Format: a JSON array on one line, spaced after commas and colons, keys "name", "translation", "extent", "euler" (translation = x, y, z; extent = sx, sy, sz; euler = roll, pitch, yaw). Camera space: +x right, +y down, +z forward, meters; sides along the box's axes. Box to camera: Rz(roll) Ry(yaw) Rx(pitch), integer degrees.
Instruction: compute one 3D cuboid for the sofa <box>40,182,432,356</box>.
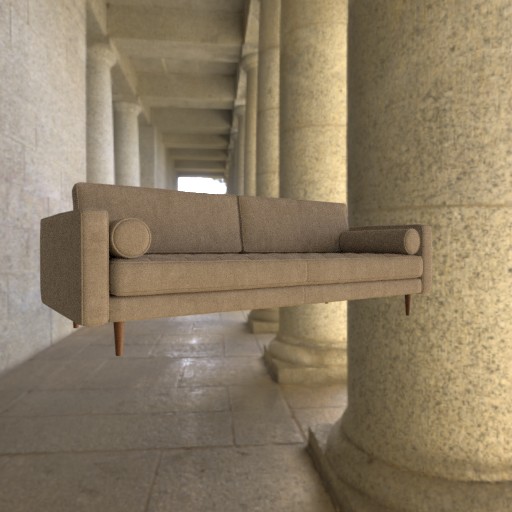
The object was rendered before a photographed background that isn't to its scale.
[{"name": "sofa", "translation": [0.000, 0.000, 2.607], "extent": [2.200, 0.770, 0.919], "euler": [-1, 1, -35]}]
